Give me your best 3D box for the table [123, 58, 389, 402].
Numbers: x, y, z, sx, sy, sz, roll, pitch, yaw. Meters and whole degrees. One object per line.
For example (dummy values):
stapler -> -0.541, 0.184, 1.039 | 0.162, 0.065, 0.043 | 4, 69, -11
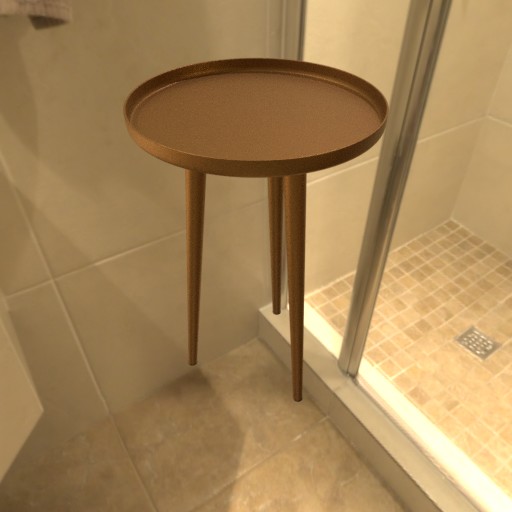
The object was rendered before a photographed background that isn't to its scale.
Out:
table -> 0.000, 0.000, 0.666 | 0.299, 0.480, 0.299 | 12, 42, 14
